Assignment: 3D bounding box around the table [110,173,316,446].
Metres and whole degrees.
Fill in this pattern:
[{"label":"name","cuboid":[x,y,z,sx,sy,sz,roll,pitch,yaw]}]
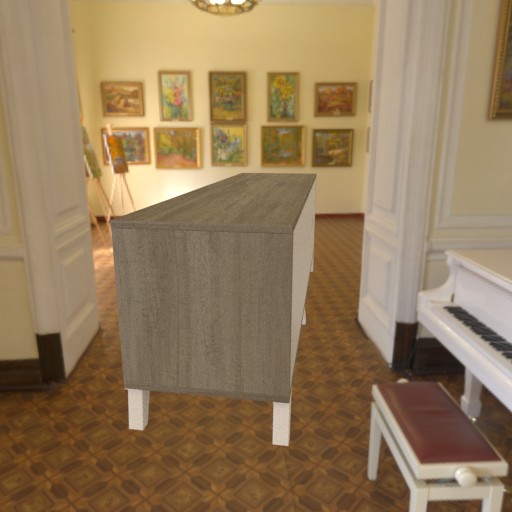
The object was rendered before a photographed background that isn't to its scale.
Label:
[{"label":"table","cuboid":[0.000,0.000,1.721,0.400,0.530,1.500,2,15,9]}]
